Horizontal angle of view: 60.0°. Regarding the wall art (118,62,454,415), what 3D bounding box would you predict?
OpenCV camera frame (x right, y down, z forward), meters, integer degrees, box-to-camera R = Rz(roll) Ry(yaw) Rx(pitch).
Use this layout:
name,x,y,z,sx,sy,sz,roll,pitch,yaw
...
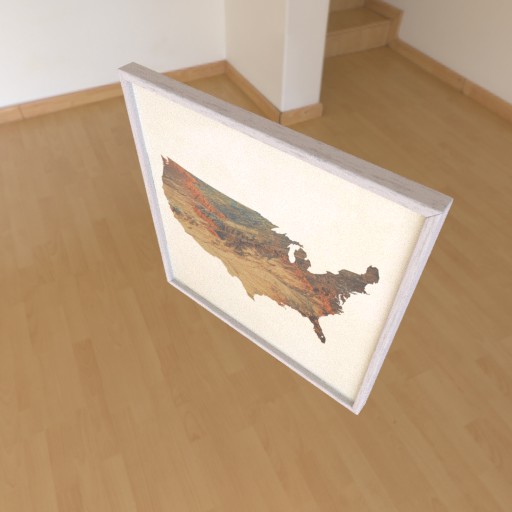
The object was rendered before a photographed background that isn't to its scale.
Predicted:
name,x,y,z,sx,sy,sz,roll,pitch,yaw
wall art,0.000,0.000,1.902,1.287,1.288,0.078,31,55,25
